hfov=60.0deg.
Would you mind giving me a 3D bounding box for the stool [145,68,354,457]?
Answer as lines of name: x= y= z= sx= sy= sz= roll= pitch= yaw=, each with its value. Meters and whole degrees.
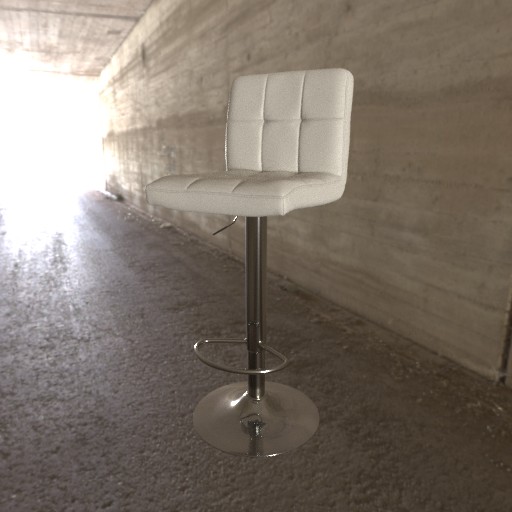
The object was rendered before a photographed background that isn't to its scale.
stool: x=0.000 y=0.000 z=1.362 sx=0.430 sy=1.115 sz=0.505 roll=8 pitch=16 yaw=28
